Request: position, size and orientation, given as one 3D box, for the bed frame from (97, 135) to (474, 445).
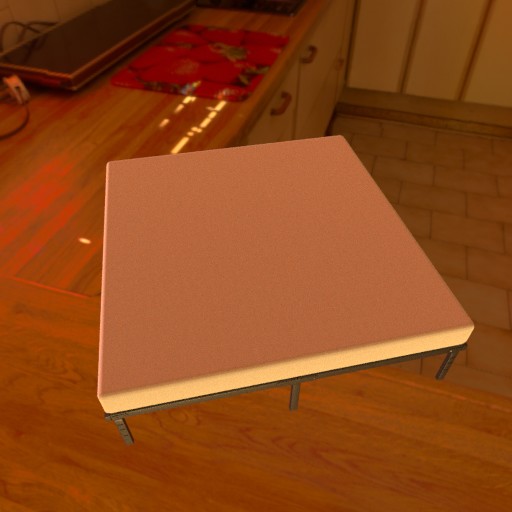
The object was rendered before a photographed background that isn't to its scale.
[{"bbox_3d":[0.000,0.000,3.949,2.526,0.680,2.635,-9,45,-9],"label":"bed frame"}]
